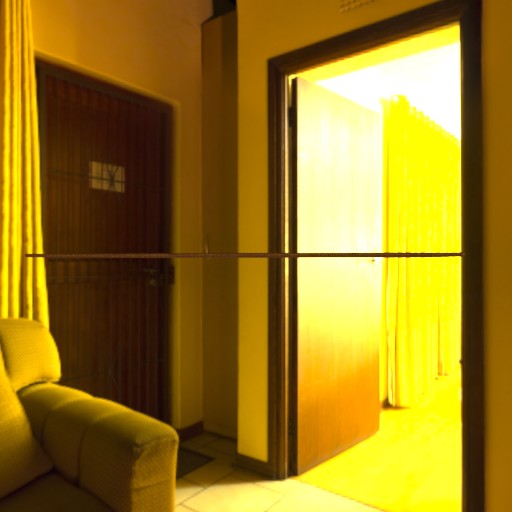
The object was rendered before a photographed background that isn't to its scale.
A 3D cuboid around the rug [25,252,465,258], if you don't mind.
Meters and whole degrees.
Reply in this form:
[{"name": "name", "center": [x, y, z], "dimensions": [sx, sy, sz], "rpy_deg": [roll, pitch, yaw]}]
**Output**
[{"name": "rug", "center": [0.000, 0.000, 2.327], "dimensions": [1.829, 0.016, 1.219], "rpy_deg": [0, 0, 17]}]
